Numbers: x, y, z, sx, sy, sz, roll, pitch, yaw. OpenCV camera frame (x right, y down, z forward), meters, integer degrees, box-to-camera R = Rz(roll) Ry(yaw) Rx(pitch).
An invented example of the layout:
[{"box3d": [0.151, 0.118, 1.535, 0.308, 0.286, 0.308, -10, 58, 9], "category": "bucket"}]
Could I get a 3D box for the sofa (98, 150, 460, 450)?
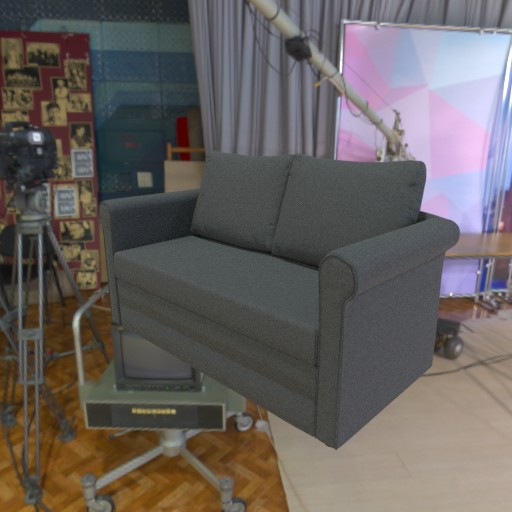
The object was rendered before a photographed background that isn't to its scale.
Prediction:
[{"box3d": [0.000, 0.000, 1.971, 1.460, 0.872, 0.741, 15, 22, 42], "category": "sofa"}]
